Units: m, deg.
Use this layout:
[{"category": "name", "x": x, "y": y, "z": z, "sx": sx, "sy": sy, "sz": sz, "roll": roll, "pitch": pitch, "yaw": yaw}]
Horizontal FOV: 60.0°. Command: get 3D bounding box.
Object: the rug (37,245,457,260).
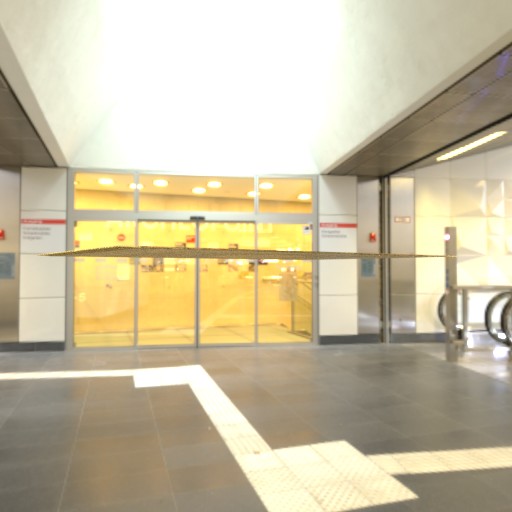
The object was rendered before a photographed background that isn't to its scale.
[{"category": "rug", "x": 0.000, "y": 0.000, "z": 4.236, "sx": 3.422, "sy": 0.015, "sz": 2.143, "roll": 1, "pitch": -2, "yaw": -37}]
